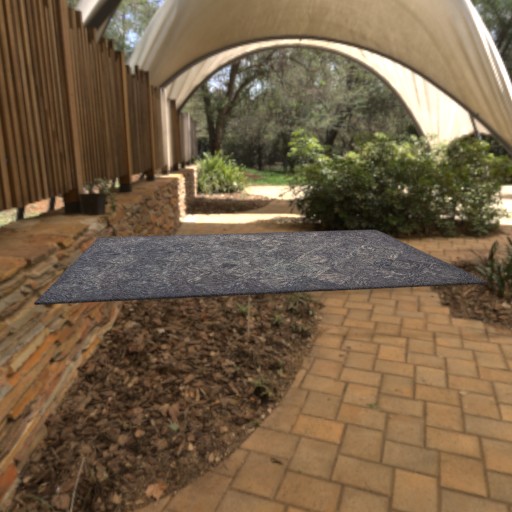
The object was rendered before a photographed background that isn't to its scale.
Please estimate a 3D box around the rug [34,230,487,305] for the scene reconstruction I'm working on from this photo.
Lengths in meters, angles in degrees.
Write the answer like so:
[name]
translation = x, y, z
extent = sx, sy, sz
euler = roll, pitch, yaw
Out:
[rug]
translation = 0.000, 0.000, 2.232
extent = 1.754, 0.010, 1.139
euler = -2, 14, -8
